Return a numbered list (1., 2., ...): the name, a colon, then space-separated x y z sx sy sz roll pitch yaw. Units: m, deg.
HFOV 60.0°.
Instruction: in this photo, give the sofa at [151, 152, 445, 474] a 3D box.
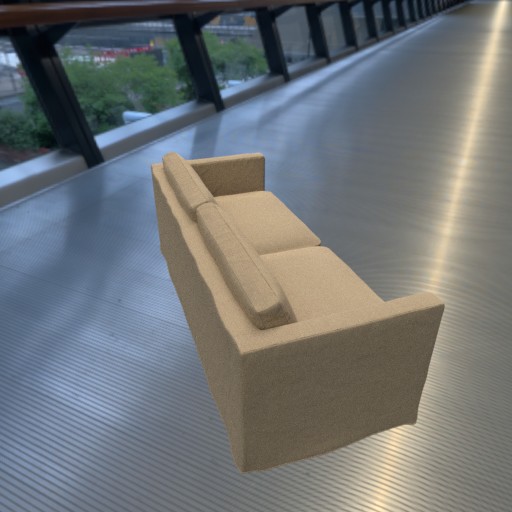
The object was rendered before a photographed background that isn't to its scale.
1. sofa: 0.000 0.000 2.810 0.962 0.853 2.312 -10 32 -17
